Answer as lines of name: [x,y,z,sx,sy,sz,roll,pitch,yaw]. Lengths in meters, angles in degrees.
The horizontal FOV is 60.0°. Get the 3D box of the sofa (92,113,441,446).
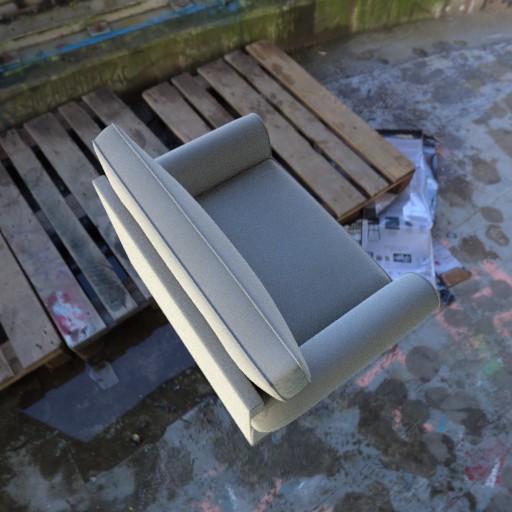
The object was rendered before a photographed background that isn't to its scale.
sofa: [0.000,0.000,2.099,0.937,1.006,1.405,-31,64,-18]
